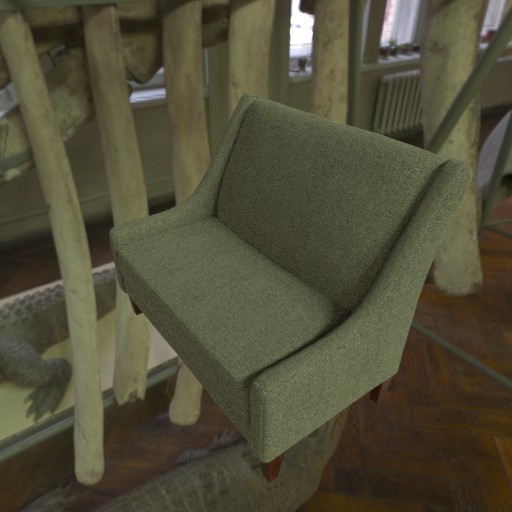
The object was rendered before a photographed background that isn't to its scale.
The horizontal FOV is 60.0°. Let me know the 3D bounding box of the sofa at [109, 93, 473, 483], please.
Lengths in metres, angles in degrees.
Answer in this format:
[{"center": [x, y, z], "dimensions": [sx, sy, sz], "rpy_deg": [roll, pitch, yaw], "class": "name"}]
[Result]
[{"center": [0.000, 0.000, 1.874], "dimensions": [0.870, 1.021, 1.242], "rpy_deg": [-22, 39, -30], "class": "sofa"}]
